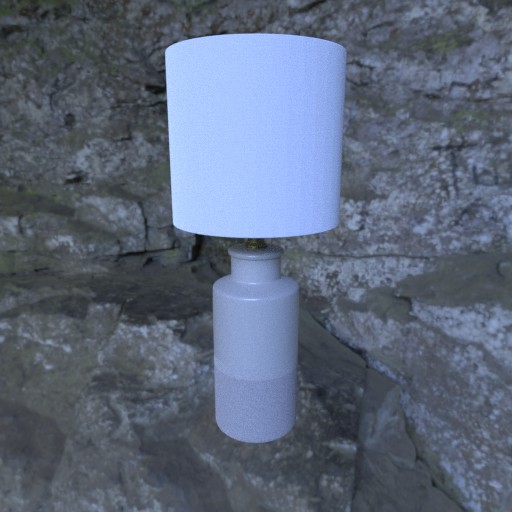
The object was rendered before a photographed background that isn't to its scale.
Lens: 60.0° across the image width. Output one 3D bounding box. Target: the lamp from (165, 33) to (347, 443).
[{"bbox_3d":[0.000,0.000,0.587,0.212,0.493,0.212,-14,20,-43],"label":"lamp"}]
